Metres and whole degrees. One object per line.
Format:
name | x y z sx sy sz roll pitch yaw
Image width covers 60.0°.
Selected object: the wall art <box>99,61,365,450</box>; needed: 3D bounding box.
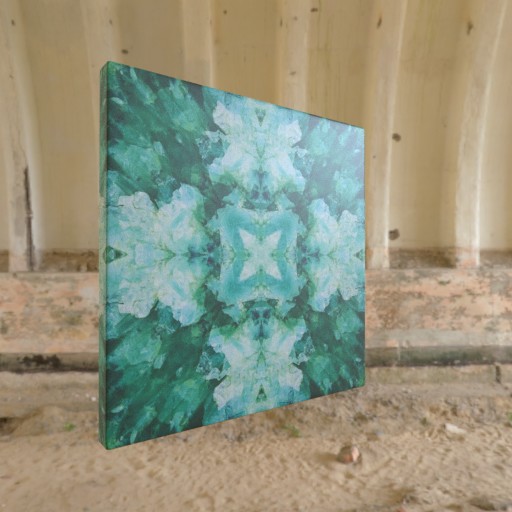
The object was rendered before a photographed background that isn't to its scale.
wall art | 0.000 0.000 0.738 0.507 0.508 0.038 0 -1 -36
